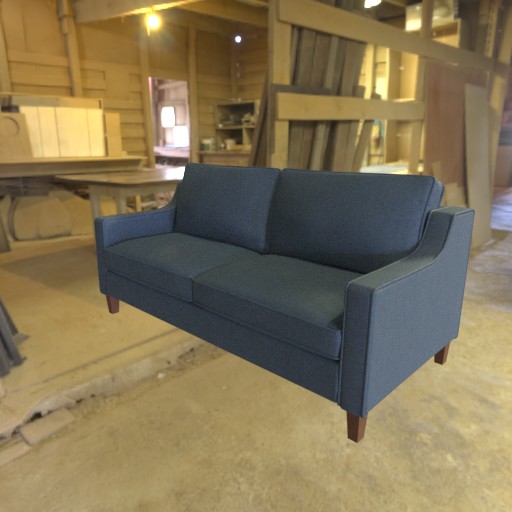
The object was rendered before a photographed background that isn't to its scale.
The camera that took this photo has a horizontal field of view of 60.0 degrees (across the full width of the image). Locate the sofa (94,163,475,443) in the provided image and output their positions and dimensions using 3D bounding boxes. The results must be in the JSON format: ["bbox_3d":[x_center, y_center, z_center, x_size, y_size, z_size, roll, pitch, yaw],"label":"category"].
[{"bbox_3d":[0.000,0.000,2.769,2.178,1.071,1.066,14,21,42],"label":"sofa"}]
